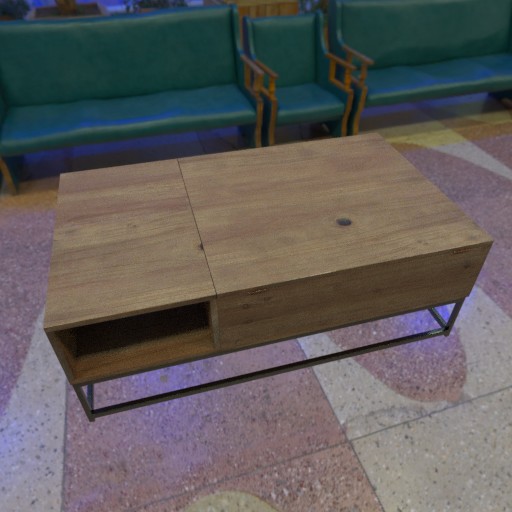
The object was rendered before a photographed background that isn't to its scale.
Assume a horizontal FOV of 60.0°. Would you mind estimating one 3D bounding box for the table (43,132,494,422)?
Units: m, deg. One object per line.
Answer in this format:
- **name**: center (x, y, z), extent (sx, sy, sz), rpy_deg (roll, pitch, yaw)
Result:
- **table**: center (0.000, 0.000, 1.399), extent (1.101, 0.395, 0.655), rpy_deg (-10, 42, -12)
